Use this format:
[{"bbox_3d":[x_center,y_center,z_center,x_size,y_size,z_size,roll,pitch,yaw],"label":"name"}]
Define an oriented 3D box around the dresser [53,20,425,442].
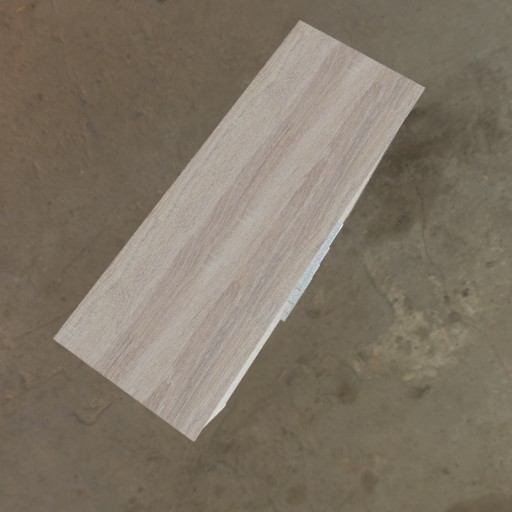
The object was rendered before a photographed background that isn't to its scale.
[{"bbox_3d":[0.000,0.000,1.451,0.380,0.900,0.980,33,77,8],"label":"dresser"}]
